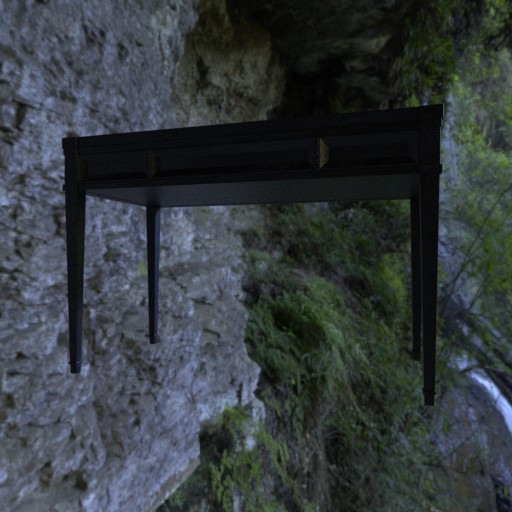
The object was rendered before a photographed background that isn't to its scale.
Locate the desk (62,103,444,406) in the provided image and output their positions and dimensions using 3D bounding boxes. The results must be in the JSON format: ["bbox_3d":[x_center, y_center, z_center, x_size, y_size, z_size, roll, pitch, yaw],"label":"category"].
[{"bbox_3d":[0.000,0.000,1.733,1.289,0.861,0.630,0,0,16],"label":"desk"}]
